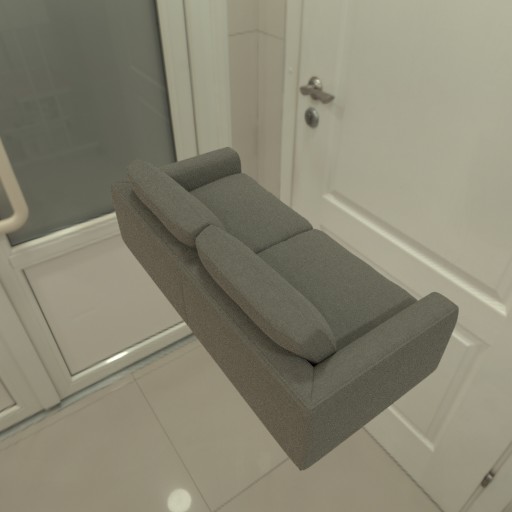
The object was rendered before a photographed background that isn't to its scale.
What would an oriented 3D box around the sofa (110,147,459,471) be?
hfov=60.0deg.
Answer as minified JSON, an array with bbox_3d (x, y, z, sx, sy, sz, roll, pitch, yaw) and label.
[{"bbox_3d":[0.000,0.000,2.847,1.070,0.801,2.262,-25,46,-26],"label":"sofa"}]
